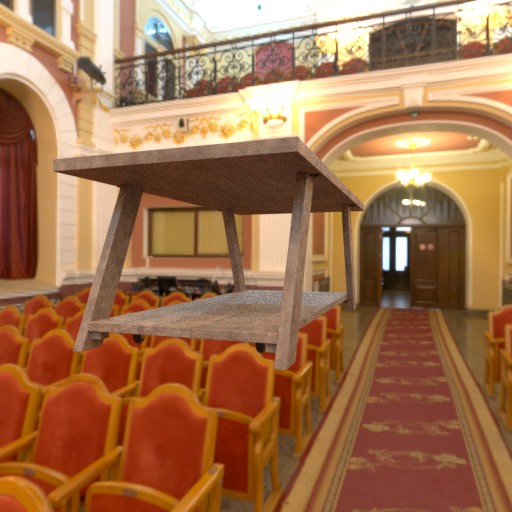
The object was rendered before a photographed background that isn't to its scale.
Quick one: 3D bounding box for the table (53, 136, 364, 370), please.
[{"bbox_3d":[0.000,0.000,1.546,0.610,0.470,1.219,0,0,20],"label":"table"}]
